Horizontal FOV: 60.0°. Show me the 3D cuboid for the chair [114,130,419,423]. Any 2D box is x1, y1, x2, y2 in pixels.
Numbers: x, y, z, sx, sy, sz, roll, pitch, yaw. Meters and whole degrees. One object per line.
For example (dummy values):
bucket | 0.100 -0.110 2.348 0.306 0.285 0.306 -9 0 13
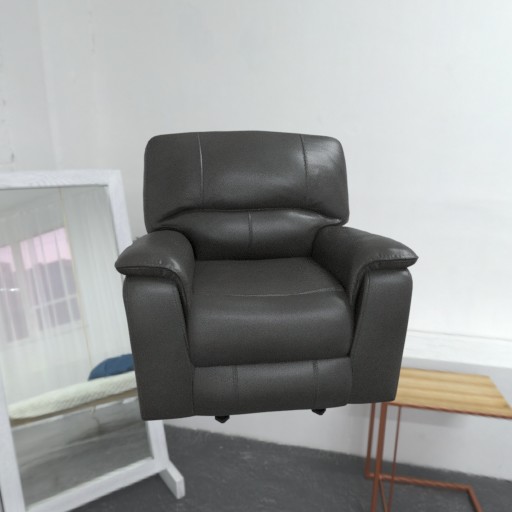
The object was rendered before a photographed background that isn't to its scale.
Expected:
chair | 0.000 0.000 2.001 1.096 1.109 1.087 -2 15 -7
